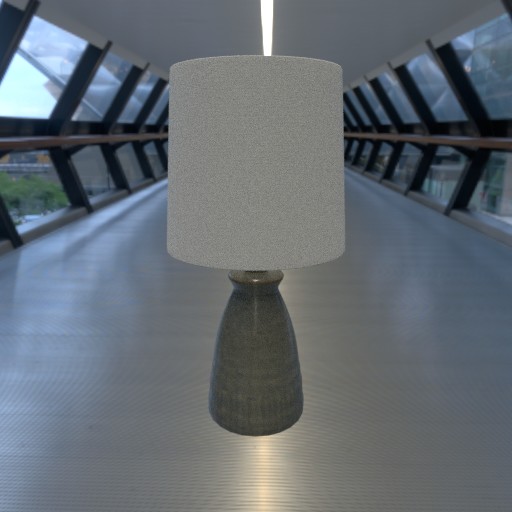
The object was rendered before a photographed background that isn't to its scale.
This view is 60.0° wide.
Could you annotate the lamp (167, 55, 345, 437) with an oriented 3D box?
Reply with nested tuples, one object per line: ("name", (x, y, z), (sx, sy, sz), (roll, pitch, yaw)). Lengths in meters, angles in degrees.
("lamp", (0.000, 0.000, 0.475), (0.186, 0.369, 0.186), (0, 15, 0))
